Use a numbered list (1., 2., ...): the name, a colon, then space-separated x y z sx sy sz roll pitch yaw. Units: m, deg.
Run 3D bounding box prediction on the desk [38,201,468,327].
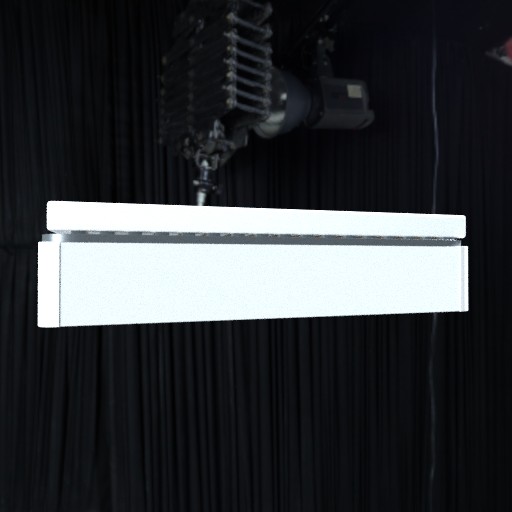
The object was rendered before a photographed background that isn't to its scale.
1. desk: 0.000 0.000 2.271 1.900 0.526 0.900 0 -1 -16
